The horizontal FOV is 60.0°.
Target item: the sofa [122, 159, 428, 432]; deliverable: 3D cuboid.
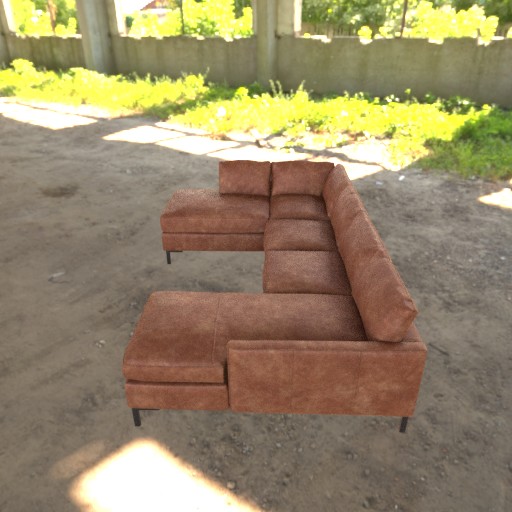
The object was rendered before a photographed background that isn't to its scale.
[{"bbox_3d":[0.000,0.000,3.782,1.939,0.900,2.956,1,28,1],"label":"sofa"}]
